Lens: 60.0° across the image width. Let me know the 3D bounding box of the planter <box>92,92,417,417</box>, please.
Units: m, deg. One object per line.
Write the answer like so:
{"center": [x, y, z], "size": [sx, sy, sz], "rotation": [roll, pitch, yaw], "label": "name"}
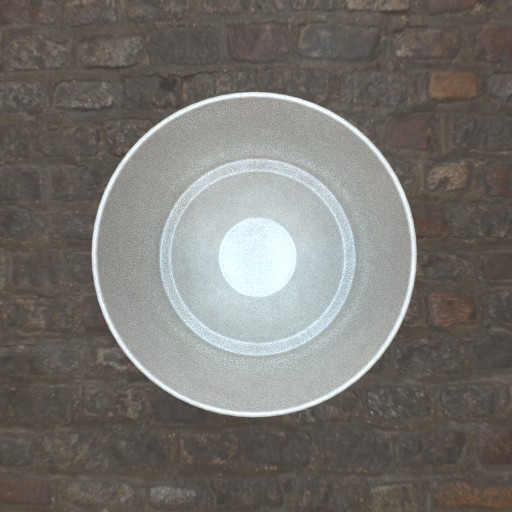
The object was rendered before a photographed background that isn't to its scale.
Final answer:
{"center": [0.000, 0.000, 0.458], "size": [0.250, 0.239, 0.250], "rotation": [0, 89, 1], "label": "planter"}
